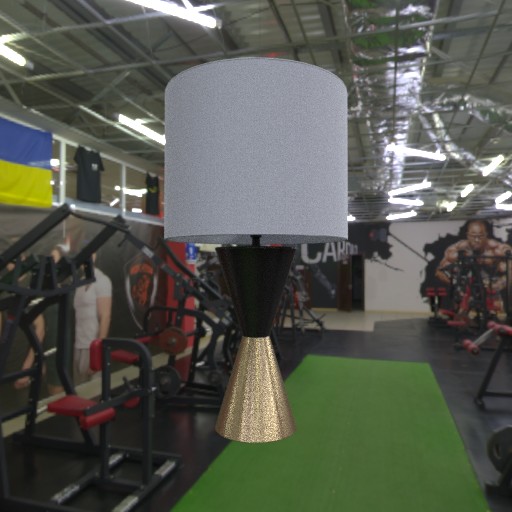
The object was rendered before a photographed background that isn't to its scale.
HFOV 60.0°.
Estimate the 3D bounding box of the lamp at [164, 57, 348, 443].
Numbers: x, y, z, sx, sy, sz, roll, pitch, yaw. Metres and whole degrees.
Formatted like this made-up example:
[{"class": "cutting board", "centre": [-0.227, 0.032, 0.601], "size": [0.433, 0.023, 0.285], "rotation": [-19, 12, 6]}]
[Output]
[{"class": "lamp", "centre": [0.000, 0.000, 0.749], "size": [0.304, 0.573, 0.304], "rotation": [0, -1, 19]}]
